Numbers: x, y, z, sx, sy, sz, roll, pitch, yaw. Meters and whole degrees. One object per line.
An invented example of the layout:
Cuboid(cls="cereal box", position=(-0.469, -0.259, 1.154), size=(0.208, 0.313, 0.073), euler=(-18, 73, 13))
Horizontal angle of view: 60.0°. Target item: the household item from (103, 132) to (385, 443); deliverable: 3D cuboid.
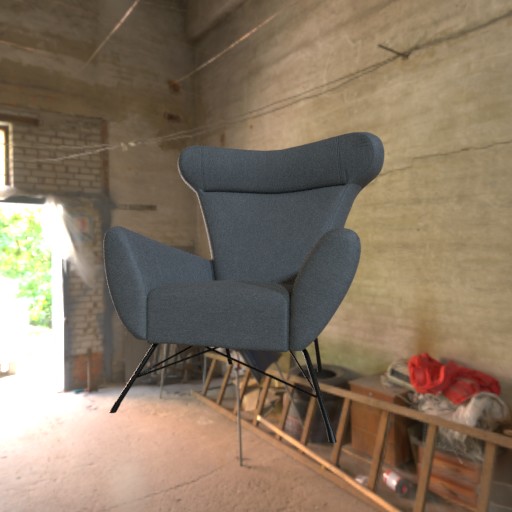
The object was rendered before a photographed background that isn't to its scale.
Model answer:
Cuboid(cls="household item", position=(0.000, 0.000, 1.797), size=(0.980, 1.050, 0.900), euler=(0, 1, 18))
